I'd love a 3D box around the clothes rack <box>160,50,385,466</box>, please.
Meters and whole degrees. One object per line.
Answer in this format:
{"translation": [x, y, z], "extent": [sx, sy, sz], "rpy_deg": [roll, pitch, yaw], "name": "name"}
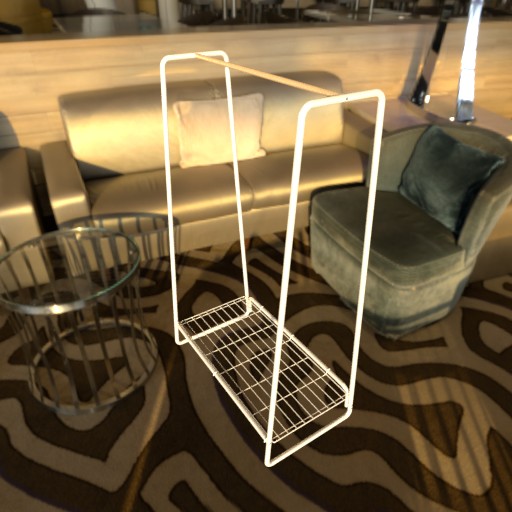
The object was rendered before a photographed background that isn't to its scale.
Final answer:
{"translation": [0.000, 0.000, 1.901], "extent": [0.495, 1.500, 0.900], "rpy_deg": [-20, 38, -28], "name": "clothes rack"}
